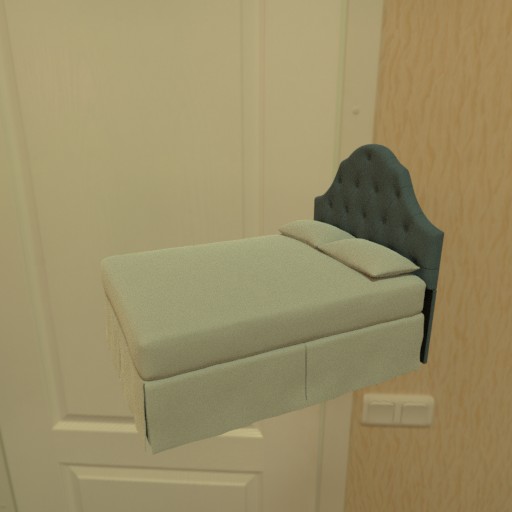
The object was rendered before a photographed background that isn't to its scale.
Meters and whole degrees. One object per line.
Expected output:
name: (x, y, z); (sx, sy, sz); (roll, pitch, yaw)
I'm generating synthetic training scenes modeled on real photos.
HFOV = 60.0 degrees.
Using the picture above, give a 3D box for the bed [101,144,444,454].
bed: (0.000, 0.000, 3.335); (2.155, 1.575, 1.636); (-8, 20, -24)
